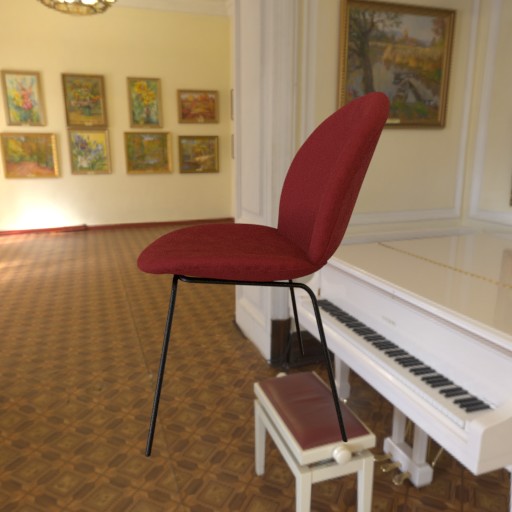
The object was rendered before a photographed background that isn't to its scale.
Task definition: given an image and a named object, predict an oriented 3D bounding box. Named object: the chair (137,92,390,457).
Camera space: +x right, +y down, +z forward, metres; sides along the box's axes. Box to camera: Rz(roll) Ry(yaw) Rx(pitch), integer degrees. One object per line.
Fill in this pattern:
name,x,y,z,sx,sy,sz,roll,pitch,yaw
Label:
chair,0.000,0.000,1.132,0.587,0.791,0.458,-2,14,-7
